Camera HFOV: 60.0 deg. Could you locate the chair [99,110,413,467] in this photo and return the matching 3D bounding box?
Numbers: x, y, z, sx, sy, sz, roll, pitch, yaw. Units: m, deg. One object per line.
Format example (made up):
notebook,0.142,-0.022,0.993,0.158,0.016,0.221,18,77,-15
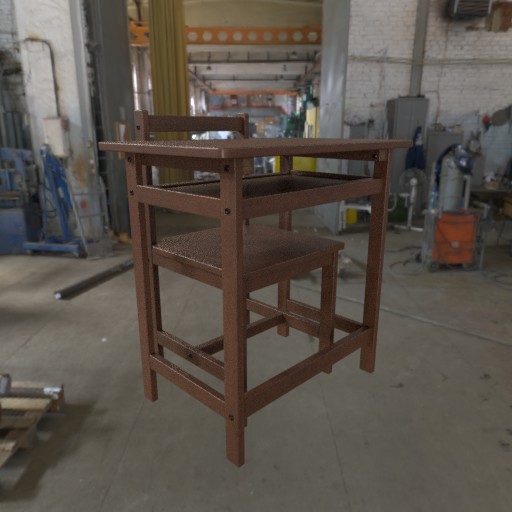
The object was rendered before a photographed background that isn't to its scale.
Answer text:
chair,0.000,0.000,1.071,0.463,0.673,0.599,15,22,43
